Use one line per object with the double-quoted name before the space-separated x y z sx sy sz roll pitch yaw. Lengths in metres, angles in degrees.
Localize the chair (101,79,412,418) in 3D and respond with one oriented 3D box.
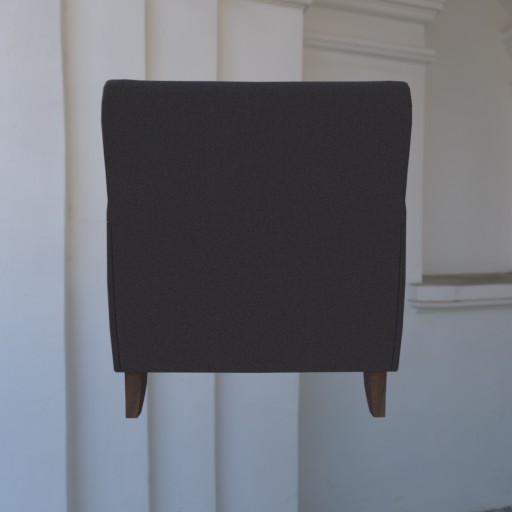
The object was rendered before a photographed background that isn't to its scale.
"chair" 0.000 0.000 1.520 0.836 0.911 0.831 0 1 -1
